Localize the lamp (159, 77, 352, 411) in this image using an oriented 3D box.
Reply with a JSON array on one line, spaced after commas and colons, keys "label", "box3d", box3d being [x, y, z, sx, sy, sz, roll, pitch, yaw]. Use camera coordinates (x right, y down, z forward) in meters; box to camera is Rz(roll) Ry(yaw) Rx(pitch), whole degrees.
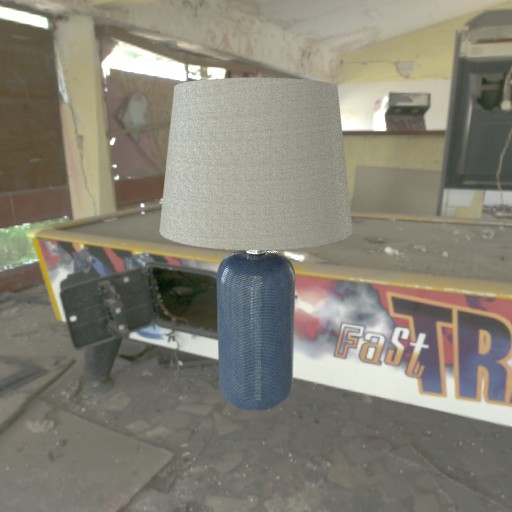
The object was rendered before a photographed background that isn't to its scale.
[{"label": "lamp", "box3d": [0.000, 0.000, 0.603, 0.253, 0.428, 0.253, 0, 15, 0]}]
